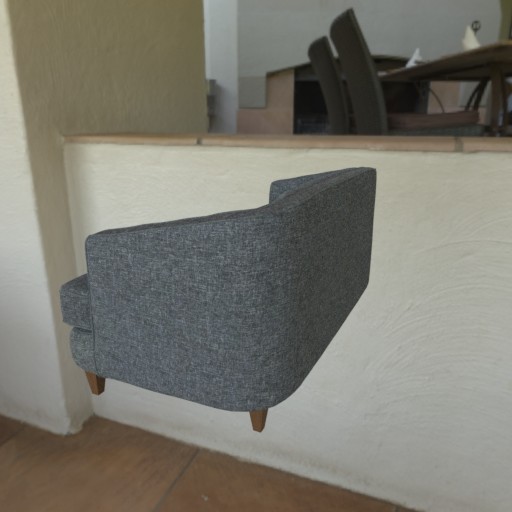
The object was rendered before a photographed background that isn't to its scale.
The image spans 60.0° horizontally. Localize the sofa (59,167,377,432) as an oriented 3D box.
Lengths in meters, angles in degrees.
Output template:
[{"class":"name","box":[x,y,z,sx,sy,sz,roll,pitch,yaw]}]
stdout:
[{"class":"sofa","box":[0.000,0.000,2.267,0.941,0.855,1.733,8,18,24]}]
